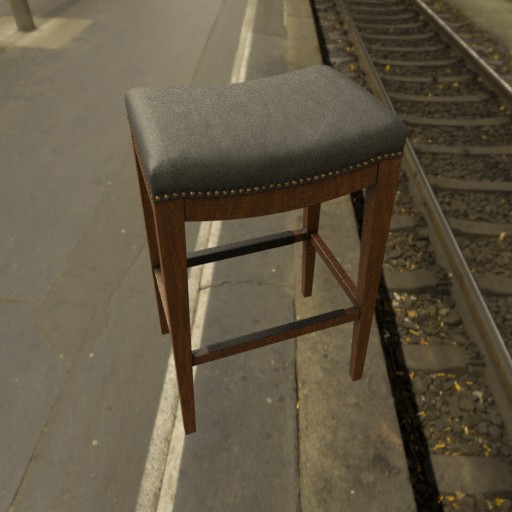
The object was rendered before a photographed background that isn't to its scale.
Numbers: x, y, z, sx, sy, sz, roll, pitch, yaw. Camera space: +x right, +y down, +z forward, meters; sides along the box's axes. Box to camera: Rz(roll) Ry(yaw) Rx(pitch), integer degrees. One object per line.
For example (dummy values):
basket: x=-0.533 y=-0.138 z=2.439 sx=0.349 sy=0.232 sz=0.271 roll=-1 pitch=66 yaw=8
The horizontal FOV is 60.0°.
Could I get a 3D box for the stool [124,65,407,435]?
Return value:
stool: x=0.000 y=0.000 z=1.053 sx=0.500 sy=0.765 sz=0.361 roll=-13 pitch=43 yaw=-14
